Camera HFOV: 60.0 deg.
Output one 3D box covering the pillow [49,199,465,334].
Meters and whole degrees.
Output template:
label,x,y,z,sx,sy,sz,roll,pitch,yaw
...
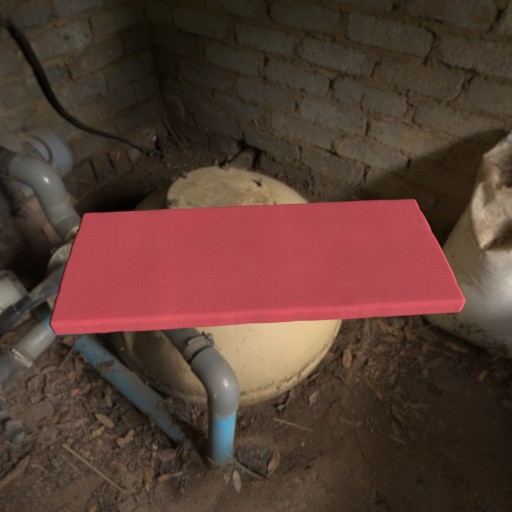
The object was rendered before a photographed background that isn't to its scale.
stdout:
label,x,y,z,sx,sy,sz,roll,pitch,yaw
pillow,0.000,0.000,1.387,1.187,0.081,0.492,-3,47,-3
